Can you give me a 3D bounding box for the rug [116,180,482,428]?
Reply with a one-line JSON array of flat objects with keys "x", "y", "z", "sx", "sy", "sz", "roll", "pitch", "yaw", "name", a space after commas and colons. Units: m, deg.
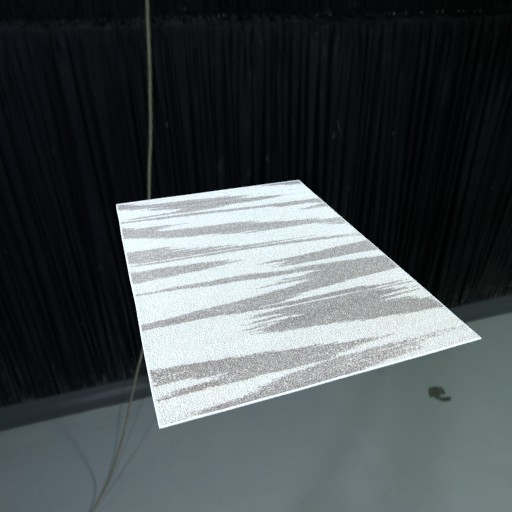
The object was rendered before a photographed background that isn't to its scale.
[{"x": 0.000, "y": 0.000, "z": 2.752, "sx": 1.533, "sy": 0.010, "sz": 2.142, "roll": -10, "pitch": 33, "yaw": -16, "name": "rug"}]
